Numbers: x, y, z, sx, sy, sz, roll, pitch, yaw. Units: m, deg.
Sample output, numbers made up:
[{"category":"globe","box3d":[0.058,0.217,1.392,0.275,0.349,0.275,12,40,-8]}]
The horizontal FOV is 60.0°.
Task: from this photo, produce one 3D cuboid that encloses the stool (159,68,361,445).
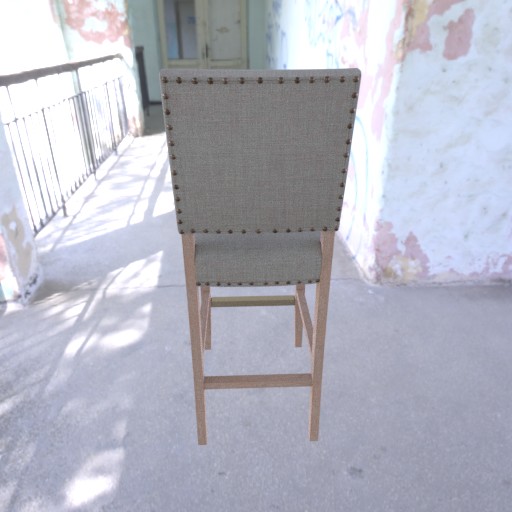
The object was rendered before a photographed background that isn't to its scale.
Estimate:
[{"category":"stool","box3d":[0.000,0.000,1.450,0.445,1.173,0.585,-1,27,-2]}]
